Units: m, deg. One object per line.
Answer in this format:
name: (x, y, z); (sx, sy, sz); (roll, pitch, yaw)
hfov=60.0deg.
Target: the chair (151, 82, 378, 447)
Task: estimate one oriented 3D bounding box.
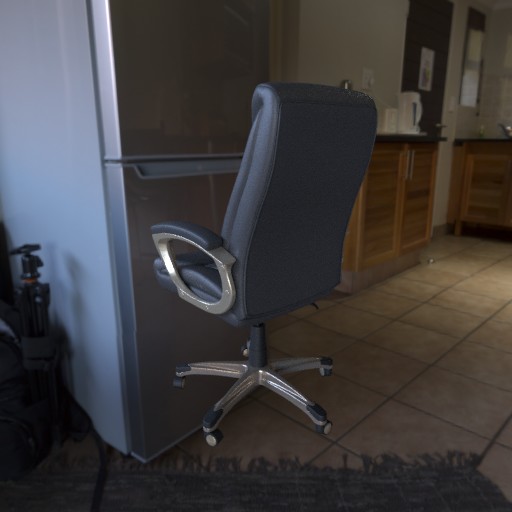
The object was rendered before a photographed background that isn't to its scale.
chair: (0.000, 0.000, 1.695); (0.694, 1.188, 0.748); (-14, 21, -41)
